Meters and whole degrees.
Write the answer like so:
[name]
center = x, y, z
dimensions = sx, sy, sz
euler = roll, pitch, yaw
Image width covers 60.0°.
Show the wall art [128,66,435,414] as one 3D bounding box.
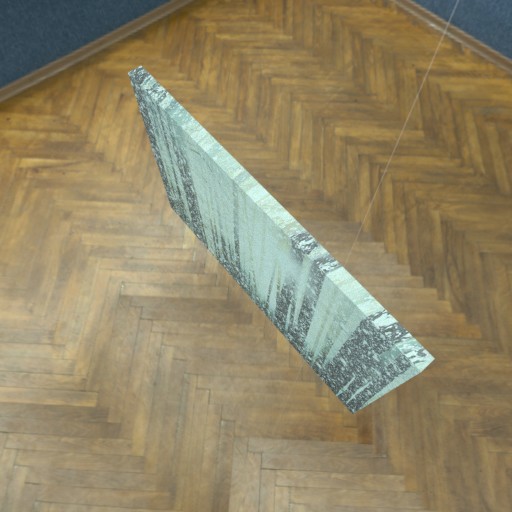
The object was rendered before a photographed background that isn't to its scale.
[wall art]
center = 0.000, 0.000, 1.180
dimensions = 0.038, 0.598, 0.919
euler = -36, 69, -16
